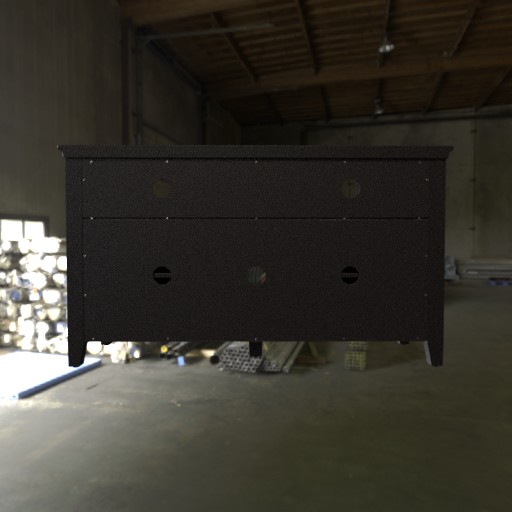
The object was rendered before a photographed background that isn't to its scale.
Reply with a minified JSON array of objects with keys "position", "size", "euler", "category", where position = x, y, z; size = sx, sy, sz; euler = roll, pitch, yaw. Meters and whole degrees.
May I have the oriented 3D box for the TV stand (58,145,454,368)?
[{"position":[0.000,0.000,1.524],"size":[1.198,0.681,0.347],"euler":[0,2,-1],"category":"TV stand"}]
